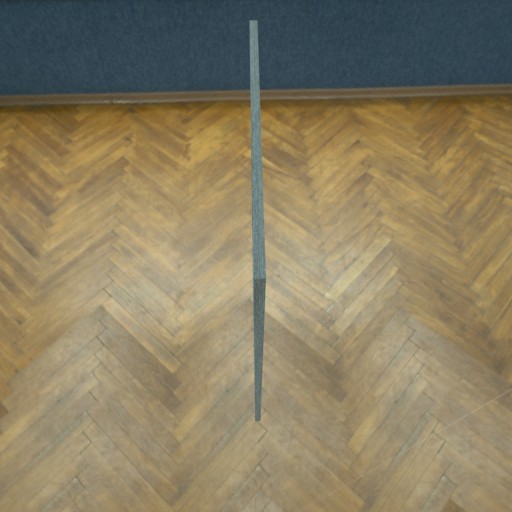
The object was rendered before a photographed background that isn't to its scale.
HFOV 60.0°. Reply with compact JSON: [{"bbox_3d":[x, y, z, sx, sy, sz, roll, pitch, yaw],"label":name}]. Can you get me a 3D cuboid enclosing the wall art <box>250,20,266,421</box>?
[{"bbox_3d":[0.000,0.000,1.396,0.020,1.070,0.768,-1,58,-1],"label":"wall art"}]
